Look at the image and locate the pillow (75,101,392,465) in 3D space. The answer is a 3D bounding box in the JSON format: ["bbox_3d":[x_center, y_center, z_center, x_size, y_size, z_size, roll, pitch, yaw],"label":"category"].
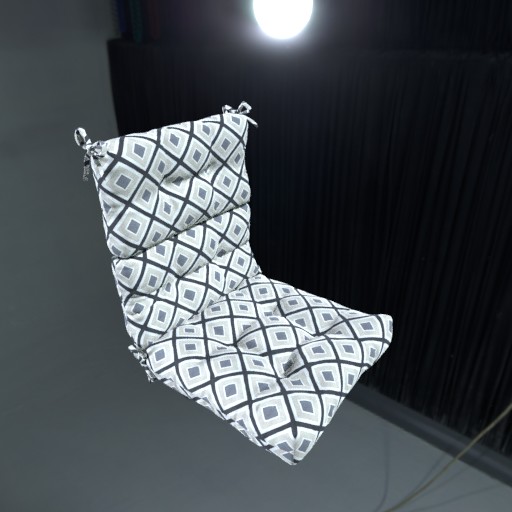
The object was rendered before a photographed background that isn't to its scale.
[{"bbox_3d":[0.000,0.000,1.038,0.571,0.605,0.519,20,34,32],"label":"pillow"}]
